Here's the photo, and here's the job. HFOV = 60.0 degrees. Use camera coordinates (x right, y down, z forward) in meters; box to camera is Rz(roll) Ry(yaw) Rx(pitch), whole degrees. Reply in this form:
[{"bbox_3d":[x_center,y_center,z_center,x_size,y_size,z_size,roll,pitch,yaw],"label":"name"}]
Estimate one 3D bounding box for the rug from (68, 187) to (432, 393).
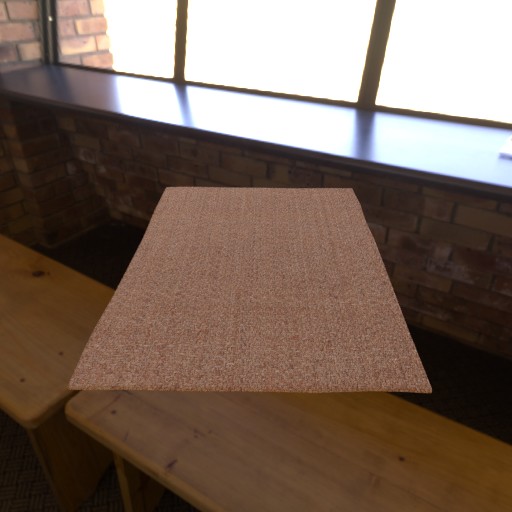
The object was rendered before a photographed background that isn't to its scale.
[{"bbox_3d":[0.000,0.000,2.749,1.566,0.013,2.141,0,32,1],"label":"rug"}]
